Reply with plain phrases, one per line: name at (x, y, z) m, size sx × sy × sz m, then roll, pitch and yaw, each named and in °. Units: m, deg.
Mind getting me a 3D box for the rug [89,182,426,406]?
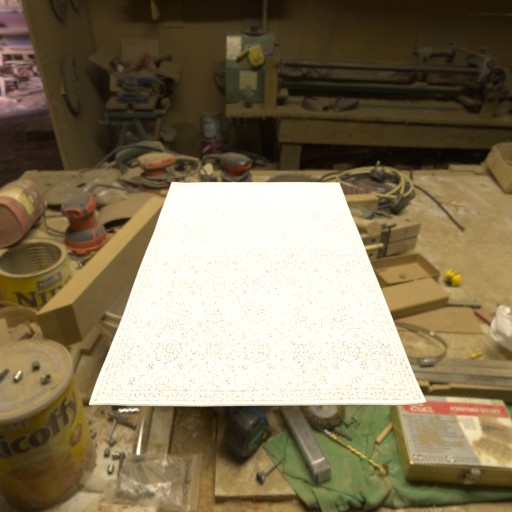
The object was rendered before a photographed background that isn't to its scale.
rug at (0.000, 0.000, 2.997) m, size 1.518 × 0.023 × 2.434 m, roll 0°, pitch 33°, yaw 0°
